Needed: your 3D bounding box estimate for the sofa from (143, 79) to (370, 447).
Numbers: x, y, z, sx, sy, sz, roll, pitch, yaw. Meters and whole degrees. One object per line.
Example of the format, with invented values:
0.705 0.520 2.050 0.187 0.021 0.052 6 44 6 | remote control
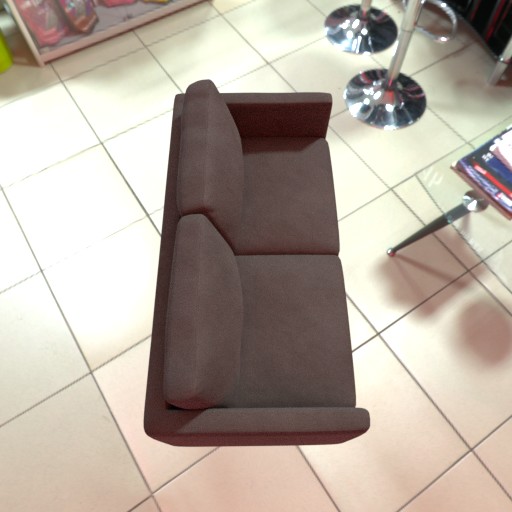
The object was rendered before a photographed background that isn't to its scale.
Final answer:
0.000 0.000 2.423 0.950 0.963 1.884 -1 64 0 | sofa
